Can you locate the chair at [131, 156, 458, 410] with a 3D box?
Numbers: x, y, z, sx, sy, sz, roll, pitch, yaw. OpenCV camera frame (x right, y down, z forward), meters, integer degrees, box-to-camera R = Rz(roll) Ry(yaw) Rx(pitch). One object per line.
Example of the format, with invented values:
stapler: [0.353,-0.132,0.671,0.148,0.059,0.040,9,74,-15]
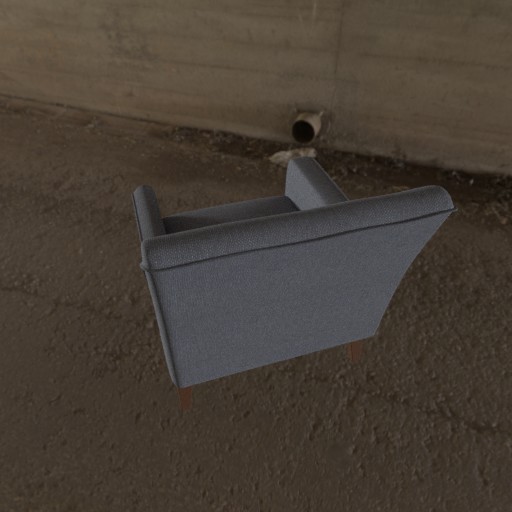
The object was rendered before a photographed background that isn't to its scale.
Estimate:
chair: [0.000,0.000,1.598,0.780,0.919,0.899,-12,43,-13]
